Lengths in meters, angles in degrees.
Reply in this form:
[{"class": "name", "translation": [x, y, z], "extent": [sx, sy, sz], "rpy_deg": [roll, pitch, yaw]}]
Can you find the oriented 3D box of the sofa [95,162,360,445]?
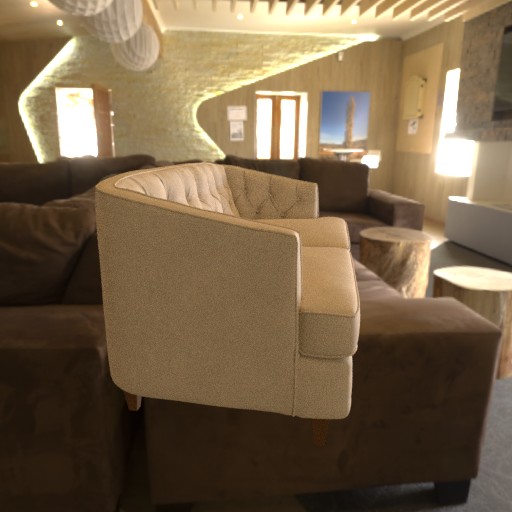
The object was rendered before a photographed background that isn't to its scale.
[{"class": "sofa", "translation": [0.000, 0.000, 2.212], "extent": [0.940, 0.878, 1.731], "rpy_deg": [2, 15, 9]}]
